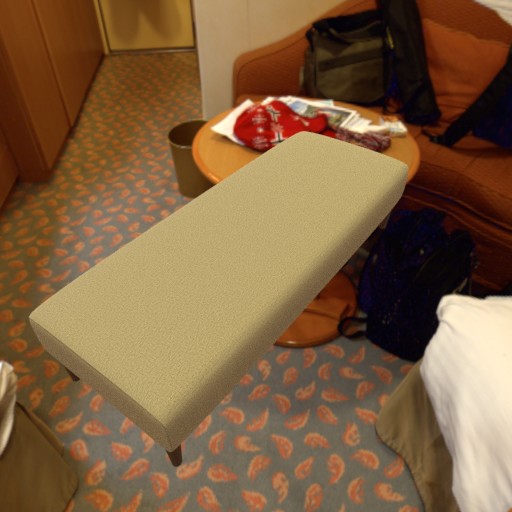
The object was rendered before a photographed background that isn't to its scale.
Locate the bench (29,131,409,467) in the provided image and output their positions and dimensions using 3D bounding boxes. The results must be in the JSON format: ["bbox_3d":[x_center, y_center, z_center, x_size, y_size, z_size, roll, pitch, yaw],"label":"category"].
[{"bbox_3d":[0.000,0.000,1.835,0.646,0.393,1.609,26,48,27],"label":"bench"}]
